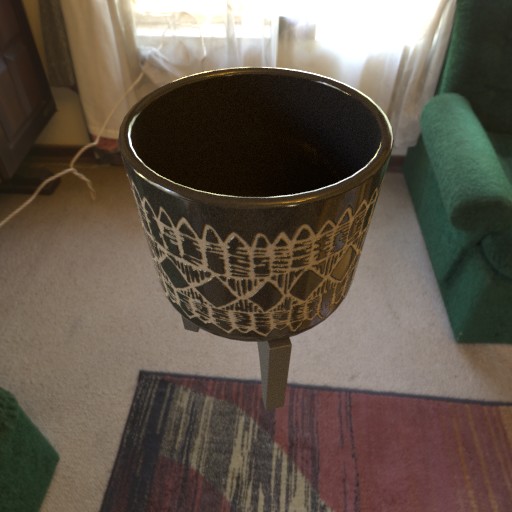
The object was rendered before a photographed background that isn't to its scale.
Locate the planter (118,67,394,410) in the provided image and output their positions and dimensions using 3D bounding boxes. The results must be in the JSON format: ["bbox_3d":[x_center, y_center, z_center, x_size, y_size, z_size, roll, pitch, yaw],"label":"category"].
[{"bbox_3d":[0.000,0.000,0.534,0.251,0.355,0.251,-9,46,-9],"label":"planter"}]
